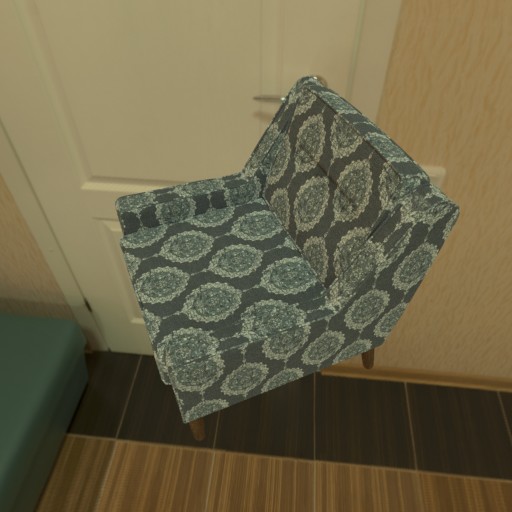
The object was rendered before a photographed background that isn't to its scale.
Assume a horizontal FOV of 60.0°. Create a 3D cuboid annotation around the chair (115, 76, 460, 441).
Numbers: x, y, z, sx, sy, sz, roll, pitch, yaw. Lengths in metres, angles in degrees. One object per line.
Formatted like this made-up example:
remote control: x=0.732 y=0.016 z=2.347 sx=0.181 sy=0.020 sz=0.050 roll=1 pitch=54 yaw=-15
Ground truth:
chair: x=0.000 y=0.000 z=1.346 sx=0.743 sy=0.792 sz=0.663 roll=-18 pitch=50 yaw=-16
